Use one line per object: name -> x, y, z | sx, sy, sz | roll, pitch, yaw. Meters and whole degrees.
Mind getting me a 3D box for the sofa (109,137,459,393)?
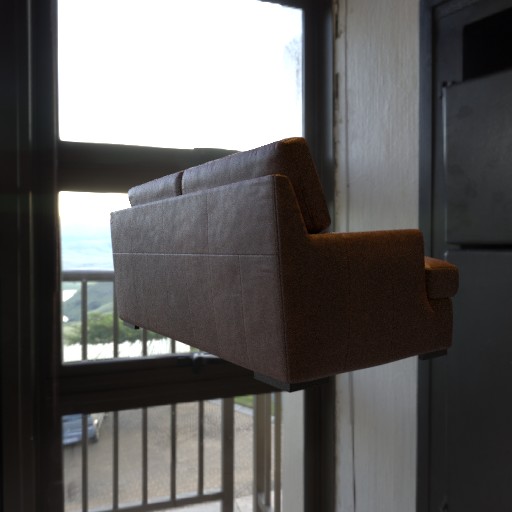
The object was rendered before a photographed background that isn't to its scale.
sofa -> 0.000, 0.000, 2.542 | 1.143, 0.939, 1.880 | -1, 1, -35
